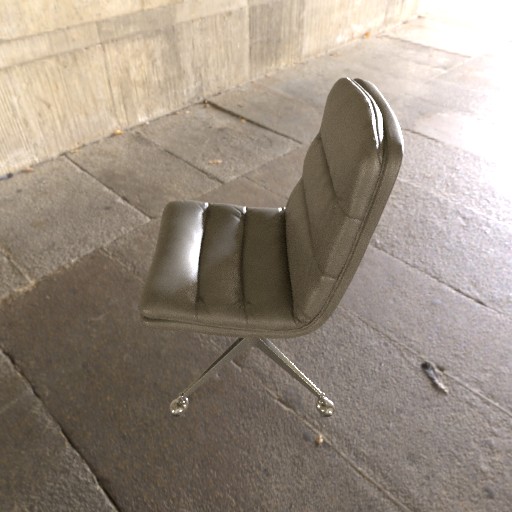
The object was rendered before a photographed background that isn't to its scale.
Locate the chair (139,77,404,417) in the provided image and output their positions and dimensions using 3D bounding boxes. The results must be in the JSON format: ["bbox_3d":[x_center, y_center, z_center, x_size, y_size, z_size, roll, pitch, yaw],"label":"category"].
[{"bbox_3d":[0.000,0.000,1.035,0.485,0.738,0.422,0,41,0],"label":"chair"}]
